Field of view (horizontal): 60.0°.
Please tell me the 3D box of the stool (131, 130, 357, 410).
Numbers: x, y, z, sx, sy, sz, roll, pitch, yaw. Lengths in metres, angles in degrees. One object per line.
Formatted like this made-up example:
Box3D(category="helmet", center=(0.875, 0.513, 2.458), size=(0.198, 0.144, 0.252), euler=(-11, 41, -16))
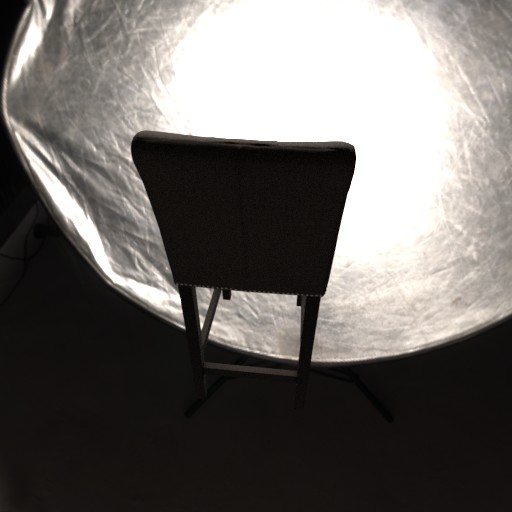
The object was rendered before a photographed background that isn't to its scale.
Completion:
Box3D(category="stool", center=(0.000, 0.000, 1.316), size=(0.411, 1.047, 0.548), euler=(4, 45, 4))
